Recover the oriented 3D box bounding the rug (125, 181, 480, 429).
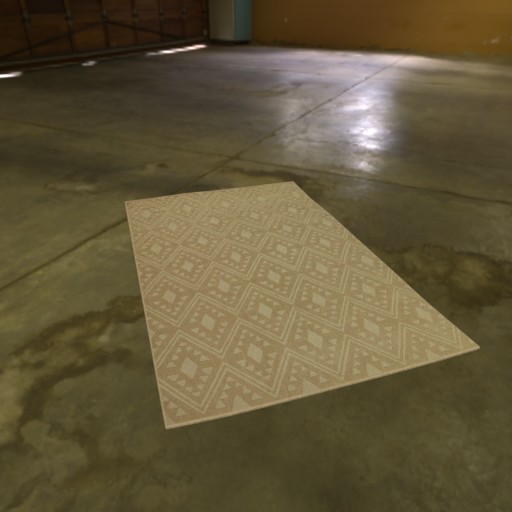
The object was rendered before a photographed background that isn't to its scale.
[{"bbox_3d":[0.000,0.000,2.976,1.553,0.053,2.430,-9,32,-16],"label":"rug"}]
